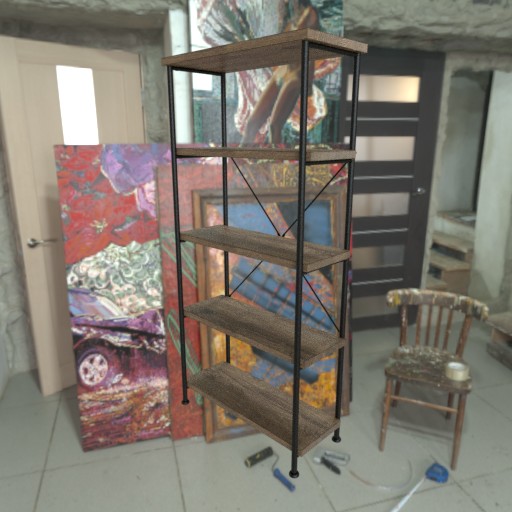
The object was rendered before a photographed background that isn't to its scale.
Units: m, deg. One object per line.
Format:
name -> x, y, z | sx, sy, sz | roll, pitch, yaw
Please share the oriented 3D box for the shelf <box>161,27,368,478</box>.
shelf -> 0.000, 0.000, 2.001 | 0.800, 1.700, 0.360 | 14, 21, 42
